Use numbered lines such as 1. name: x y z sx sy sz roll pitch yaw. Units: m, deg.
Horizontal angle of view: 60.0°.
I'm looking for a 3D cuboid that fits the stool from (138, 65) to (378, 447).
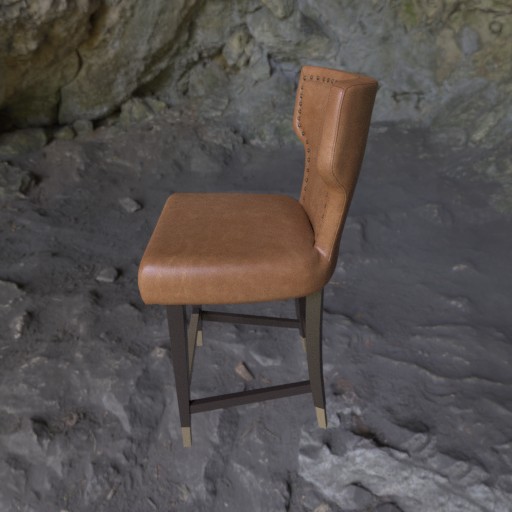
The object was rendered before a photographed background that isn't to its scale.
1. stool: 0.000 0.000 1.276 0.563 0.982 0.526 -1 27 -2
